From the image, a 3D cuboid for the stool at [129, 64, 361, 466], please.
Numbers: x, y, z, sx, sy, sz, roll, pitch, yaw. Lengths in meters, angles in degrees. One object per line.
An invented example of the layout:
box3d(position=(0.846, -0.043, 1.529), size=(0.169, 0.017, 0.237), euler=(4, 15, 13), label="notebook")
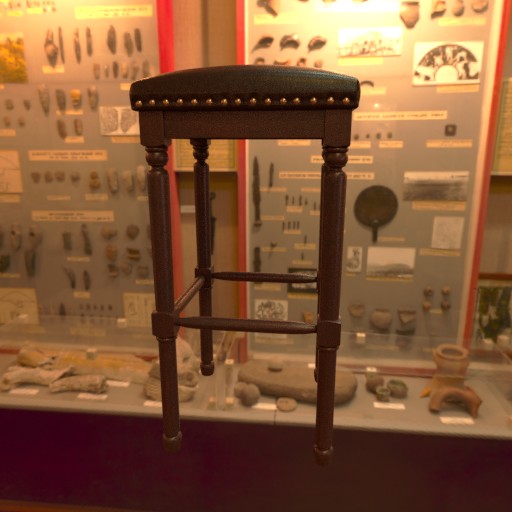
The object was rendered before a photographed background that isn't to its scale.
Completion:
box3d(position=(0.000, 0.000, 0.975), size=(0.383, 0.768, 0.382), euler=(2, 14, 7), label="stool")
